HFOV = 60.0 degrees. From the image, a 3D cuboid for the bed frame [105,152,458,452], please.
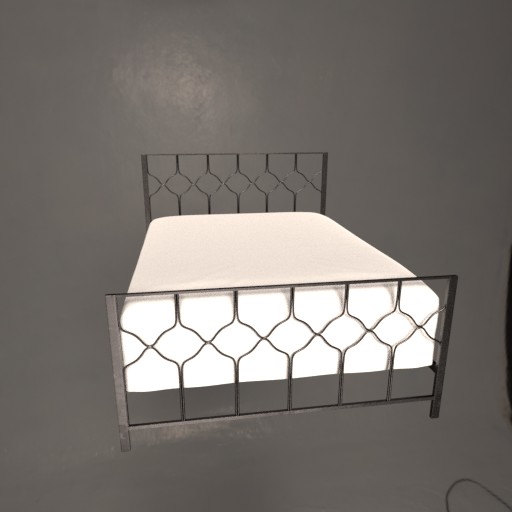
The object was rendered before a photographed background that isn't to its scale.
[{"bbox_3d":[0.000,0.000,2.986,1.597,1.222,2.063,-3,17,-9],"label":"bed frame"}]
